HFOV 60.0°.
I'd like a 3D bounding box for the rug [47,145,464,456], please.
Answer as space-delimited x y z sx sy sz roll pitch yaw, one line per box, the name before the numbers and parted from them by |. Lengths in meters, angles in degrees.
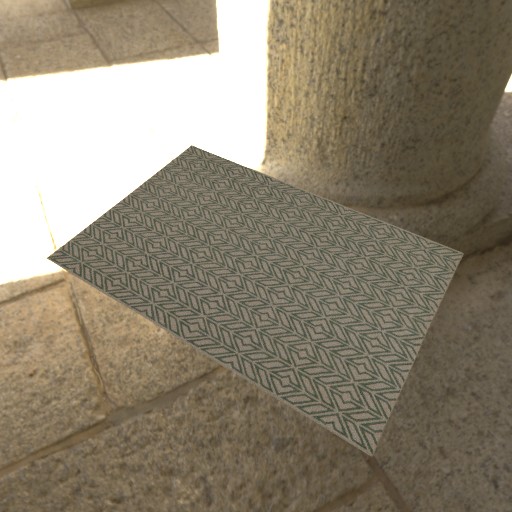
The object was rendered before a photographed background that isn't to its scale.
rug | 0.000 0.000 2.332 1.828 0.007 1.220 26 53 21
